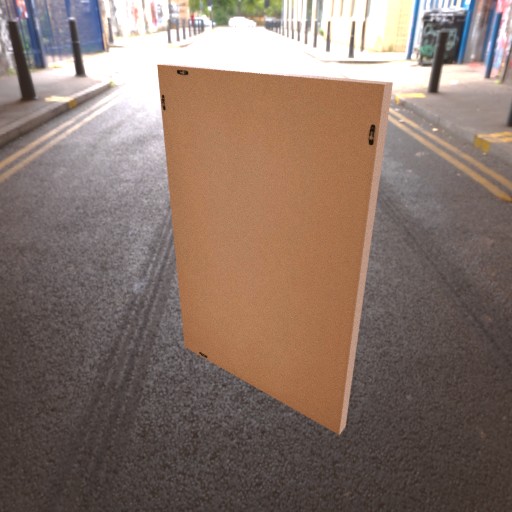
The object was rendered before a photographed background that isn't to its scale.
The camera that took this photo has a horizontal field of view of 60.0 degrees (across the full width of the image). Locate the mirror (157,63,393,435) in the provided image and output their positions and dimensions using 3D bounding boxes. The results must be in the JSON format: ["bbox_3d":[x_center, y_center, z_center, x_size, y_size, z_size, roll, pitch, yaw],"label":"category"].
[{"bbox_3d":[0.000,0.000,1.186,0.609,0.915,0.041,20,34,32],"label":"mirror"}]
